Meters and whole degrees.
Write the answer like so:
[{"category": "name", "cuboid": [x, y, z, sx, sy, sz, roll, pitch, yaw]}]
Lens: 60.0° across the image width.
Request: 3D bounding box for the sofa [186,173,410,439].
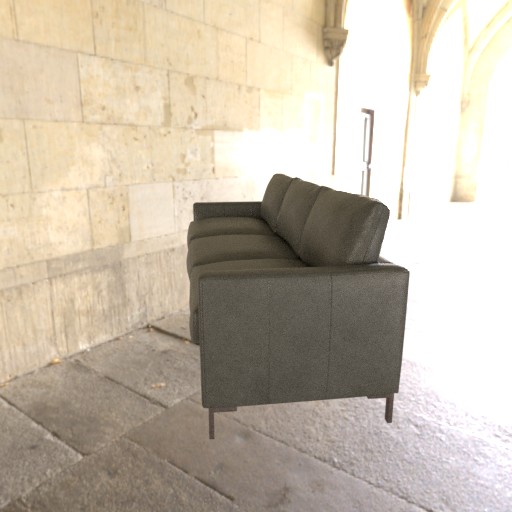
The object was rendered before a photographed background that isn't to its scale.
[{"category": "sofa", "cuboid": [0.000, 0.000, 2.404, 0.748, 0.805, 2.029, -2, 14, -8]}]
